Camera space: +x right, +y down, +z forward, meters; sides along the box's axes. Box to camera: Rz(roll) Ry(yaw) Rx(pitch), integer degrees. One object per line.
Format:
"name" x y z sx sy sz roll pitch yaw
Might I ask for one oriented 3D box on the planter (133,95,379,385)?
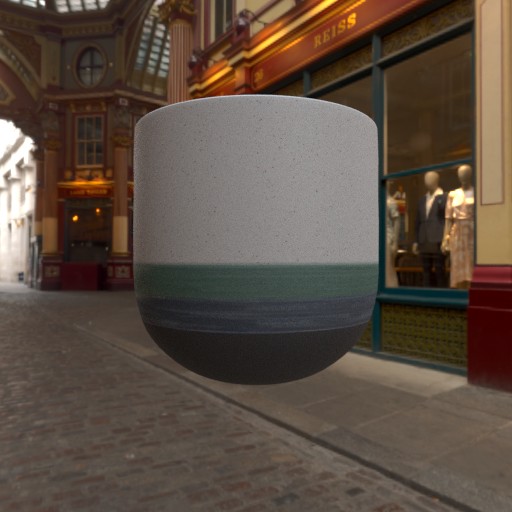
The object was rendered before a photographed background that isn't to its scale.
"planter" 0.000 0.000 0.503 0.268 0.270 0.268 0 0 0
